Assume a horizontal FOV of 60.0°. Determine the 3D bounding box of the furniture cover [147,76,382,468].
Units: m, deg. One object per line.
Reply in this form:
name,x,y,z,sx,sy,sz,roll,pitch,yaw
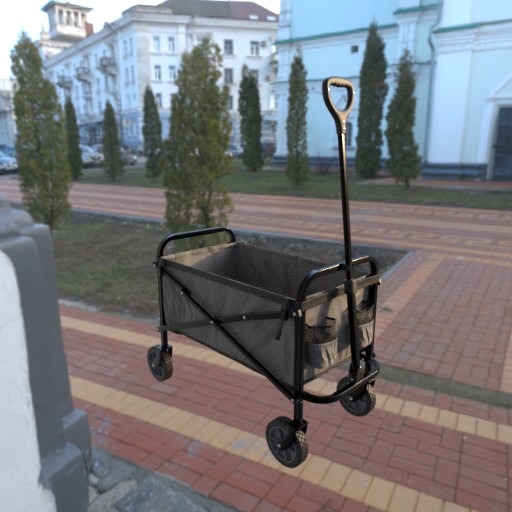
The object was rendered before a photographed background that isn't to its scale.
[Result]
furniture cover,0.000,0.000,1.810,0.532,1.295,1.038,-13,19,-43
